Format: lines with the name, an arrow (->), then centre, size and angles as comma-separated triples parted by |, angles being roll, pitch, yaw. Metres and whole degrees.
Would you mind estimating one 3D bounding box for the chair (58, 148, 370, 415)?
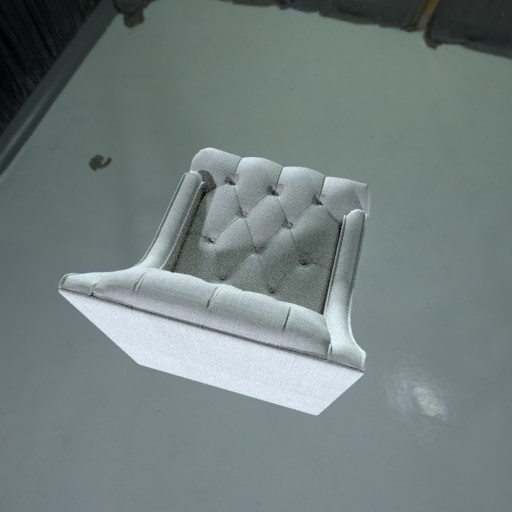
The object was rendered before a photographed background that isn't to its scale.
chair -> 0.000, 0.000, 1.405 | 0.658, 0.891, 0.772 | 14, 65, 7
